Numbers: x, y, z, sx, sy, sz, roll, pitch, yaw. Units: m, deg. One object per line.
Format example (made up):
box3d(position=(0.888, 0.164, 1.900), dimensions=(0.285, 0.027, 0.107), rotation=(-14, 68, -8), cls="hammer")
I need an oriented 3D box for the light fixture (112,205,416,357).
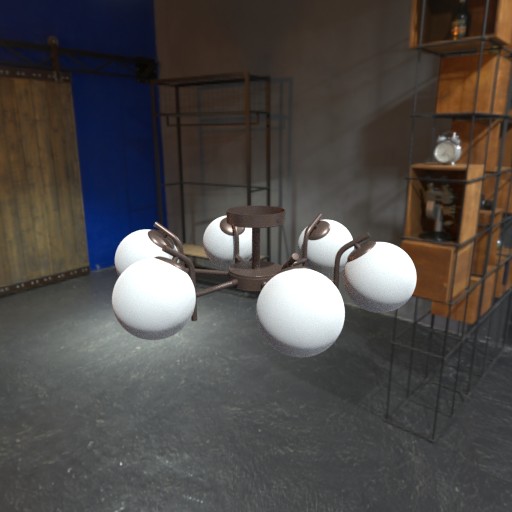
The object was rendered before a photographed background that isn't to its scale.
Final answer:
box3d(position=(0.000, 0.000, 0.959), dimensions=(0.662, 0.201, 0.662), rotation=(0, 15, 0), cls="light fixture")
